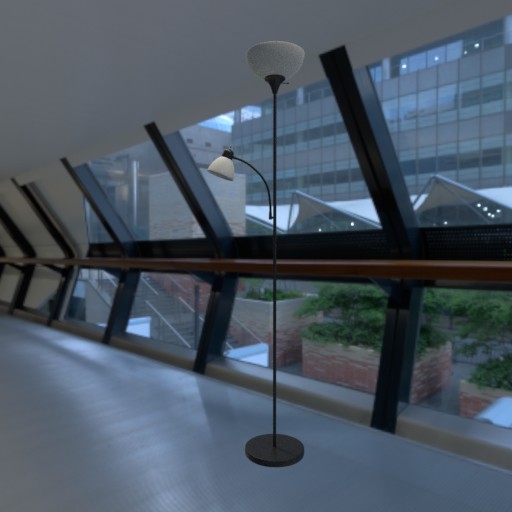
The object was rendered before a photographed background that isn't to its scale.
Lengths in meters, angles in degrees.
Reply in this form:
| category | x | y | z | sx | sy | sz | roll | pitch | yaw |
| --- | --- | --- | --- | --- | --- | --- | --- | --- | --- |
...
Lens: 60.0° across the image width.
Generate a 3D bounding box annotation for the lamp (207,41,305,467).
| category | x | y | z | sx | sy | sz | roll | pitch | yaw |
| --- | --- | --- | --- | --- | --- | --- | --- | --- | --- |
| lamp | 0.000 | 0.000 | 2.012 | 0.442 | 1.804 | 0.279 | 0 | 1 | 0 |
